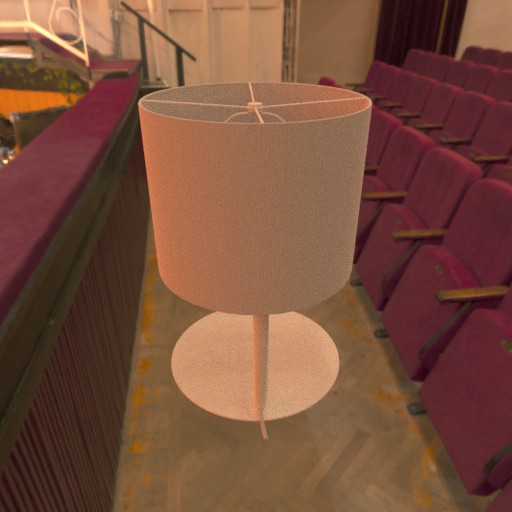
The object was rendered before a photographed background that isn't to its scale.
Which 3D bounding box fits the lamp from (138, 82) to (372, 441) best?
[{"bbox_3d":[0.000,0.000,0.676,0.299,0.454,0.341,-2,29,-3],"label":"lamp"}]
